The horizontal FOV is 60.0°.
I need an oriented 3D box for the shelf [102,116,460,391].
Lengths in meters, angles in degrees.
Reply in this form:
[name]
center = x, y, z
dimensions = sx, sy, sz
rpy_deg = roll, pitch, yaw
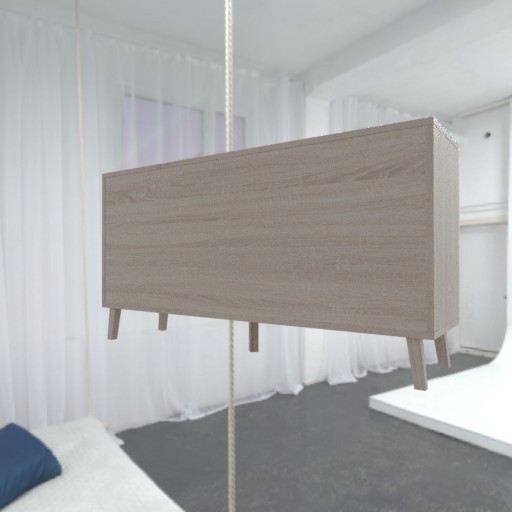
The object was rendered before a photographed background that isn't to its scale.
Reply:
[shelf]
center = 0.000, 0.000, 1.832
dimensions = 1.490, 0.780, 0.400
rpy_deg = 0, 0, 35
